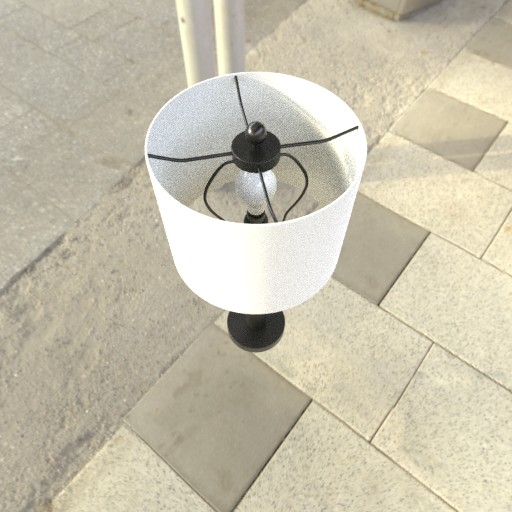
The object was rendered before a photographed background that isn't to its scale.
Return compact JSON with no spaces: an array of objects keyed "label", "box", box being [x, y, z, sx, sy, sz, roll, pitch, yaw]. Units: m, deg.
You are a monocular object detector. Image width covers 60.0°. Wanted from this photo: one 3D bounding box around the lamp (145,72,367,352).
[{"label":"lamp","box":[0.000,0.000,0.859,0.305,0.640,0.305,32,62,19]}]
